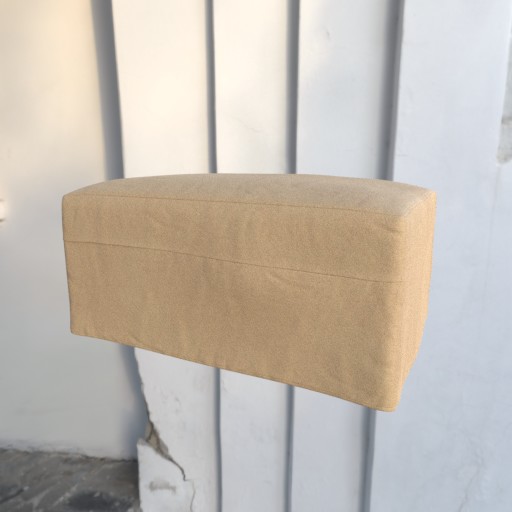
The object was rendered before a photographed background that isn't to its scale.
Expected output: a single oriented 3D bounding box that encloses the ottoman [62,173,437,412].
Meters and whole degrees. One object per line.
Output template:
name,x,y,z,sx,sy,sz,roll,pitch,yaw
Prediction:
ottoman,0.000,0.000,1.211,0.872,0.444,0.590,7,15,25
